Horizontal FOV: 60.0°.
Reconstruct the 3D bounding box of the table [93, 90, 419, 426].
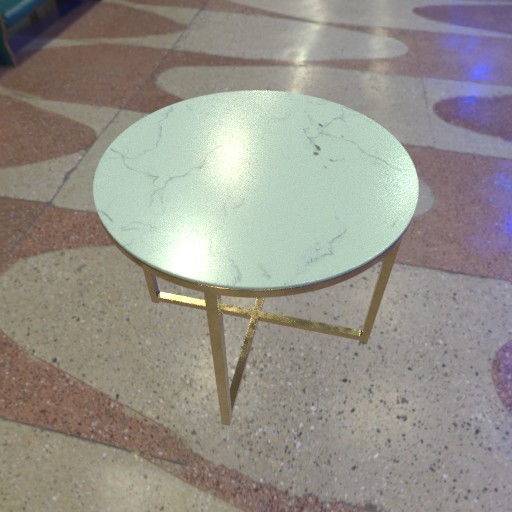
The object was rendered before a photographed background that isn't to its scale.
[{"bbox_3d":[0.000,0.000,0.852,0.500,0.420,0.500,0,47,0],"label":"table"}]
